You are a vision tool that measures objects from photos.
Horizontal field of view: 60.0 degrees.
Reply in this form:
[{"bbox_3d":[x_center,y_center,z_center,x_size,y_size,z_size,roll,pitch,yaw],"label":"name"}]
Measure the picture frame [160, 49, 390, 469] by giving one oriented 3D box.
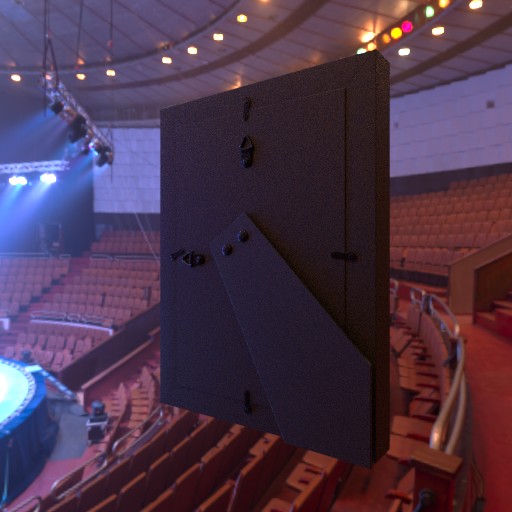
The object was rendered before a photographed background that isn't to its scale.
[{"bbox_3d":[0.000,0.000,0.273,0.157,0.208,0.028,0,0,36],"label":"picture frame"}]
